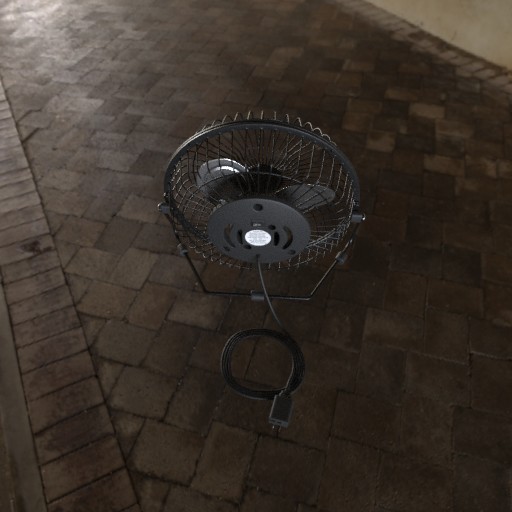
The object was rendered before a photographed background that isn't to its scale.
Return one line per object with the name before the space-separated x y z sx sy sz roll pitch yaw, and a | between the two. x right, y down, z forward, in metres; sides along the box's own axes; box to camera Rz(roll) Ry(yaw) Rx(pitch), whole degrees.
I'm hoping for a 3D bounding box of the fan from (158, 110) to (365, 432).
fan | 0.000 0.000 0.377 0.209 0.188 0.227 3 47 3
